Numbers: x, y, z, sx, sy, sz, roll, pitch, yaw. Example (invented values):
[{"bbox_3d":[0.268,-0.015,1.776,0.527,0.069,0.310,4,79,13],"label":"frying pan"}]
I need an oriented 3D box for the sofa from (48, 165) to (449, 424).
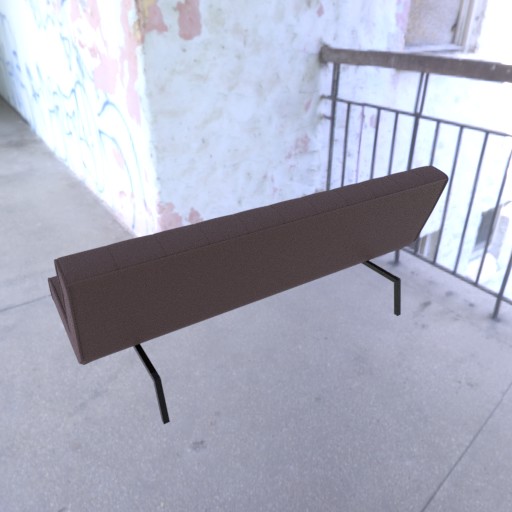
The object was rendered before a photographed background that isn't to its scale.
[{"bbox_3d":[0.000,0.000,2.049,1.703,0.699,0.747,-17,34,-28],"label":"sofa"}]
